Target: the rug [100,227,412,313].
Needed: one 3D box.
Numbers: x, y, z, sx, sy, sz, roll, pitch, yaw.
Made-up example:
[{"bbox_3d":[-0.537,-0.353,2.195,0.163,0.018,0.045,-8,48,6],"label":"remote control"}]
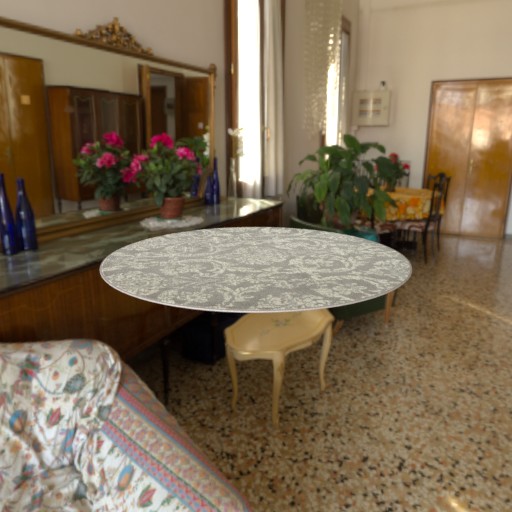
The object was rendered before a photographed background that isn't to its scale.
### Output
[{"bbox_3d":[0.000,0.000,2.386,1.593,0.012,1.593,0,15,0],"label":"rug"}]
